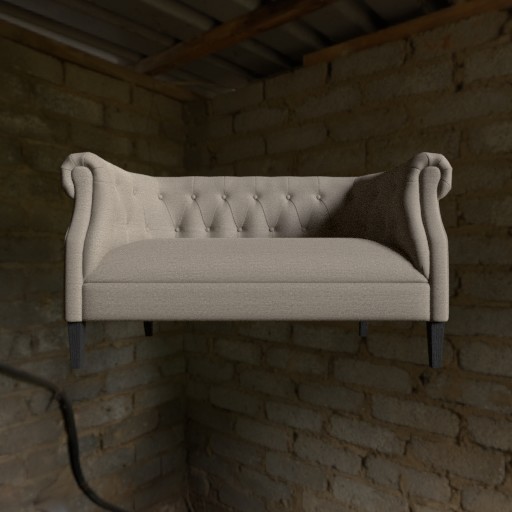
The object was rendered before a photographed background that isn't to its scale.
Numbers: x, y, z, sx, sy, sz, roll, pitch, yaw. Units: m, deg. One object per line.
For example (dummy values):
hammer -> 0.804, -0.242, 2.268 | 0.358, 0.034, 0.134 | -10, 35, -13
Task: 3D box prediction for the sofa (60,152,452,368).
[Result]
sofa -> 0.000, 0.000, 2.020 | 1.558, 0.827, 0.835 | 0, 1, 0
